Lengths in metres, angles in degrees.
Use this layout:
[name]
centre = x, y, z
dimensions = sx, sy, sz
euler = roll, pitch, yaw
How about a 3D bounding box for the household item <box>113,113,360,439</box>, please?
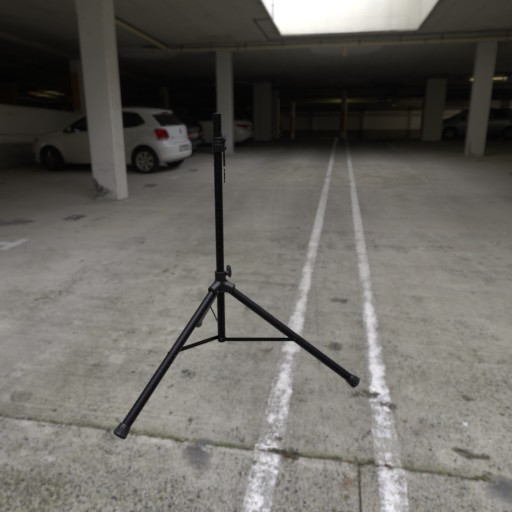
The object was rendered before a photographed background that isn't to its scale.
[household item]
centre = 0.000, 0.000, 1.848
dimensions = 0.907, 1.136, 1.045
euler = 3, 15, 10
